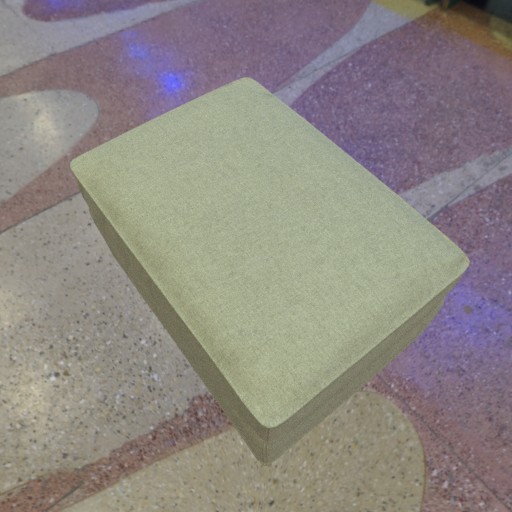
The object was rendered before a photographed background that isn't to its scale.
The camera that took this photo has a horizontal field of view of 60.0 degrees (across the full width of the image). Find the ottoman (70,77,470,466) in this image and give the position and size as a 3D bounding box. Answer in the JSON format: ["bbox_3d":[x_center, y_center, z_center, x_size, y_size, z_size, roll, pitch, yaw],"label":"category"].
[{"bbox_3d":[0.000,0.000,1.215,0.611,0.508,0.848,-33,63,-19],"label":"ottoman"}]
